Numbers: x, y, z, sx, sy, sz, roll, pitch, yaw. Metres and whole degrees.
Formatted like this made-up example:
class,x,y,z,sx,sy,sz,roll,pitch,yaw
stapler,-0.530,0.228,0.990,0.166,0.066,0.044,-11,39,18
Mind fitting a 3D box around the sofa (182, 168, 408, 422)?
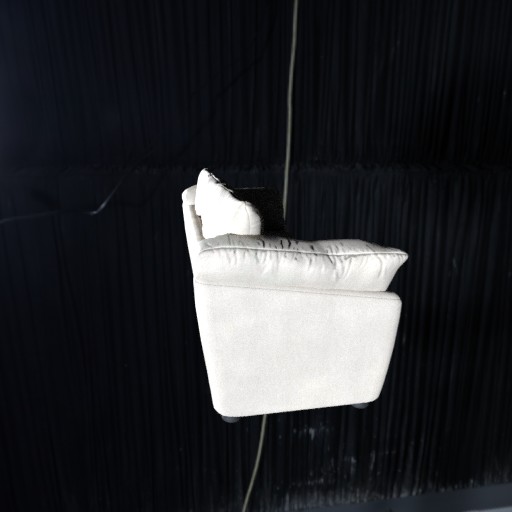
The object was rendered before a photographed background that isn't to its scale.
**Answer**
class,x,y,z,sx,sy,sz,roll,pitch,yaw
sofa,0.000,0.000,2.854,0.878,0.996,2.334,-3,15,-10
